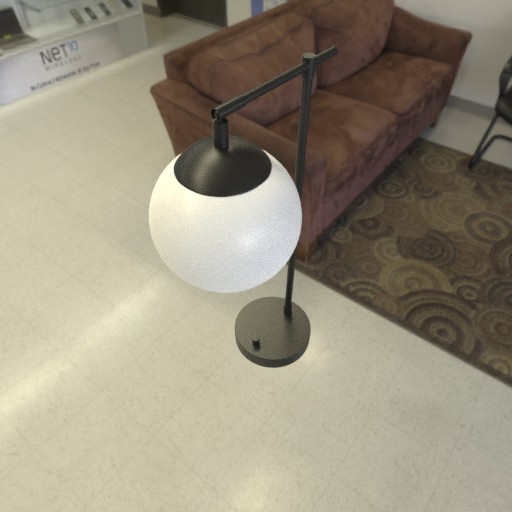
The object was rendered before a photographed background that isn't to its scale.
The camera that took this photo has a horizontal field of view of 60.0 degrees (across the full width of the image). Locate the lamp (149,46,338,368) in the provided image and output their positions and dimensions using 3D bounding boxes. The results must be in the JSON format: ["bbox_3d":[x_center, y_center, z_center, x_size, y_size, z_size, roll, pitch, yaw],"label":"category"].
[{"bbox_3d":[0.000,0.000,0.697,0.197,0.559,0.316,32,54,27],"label":"lamp"}]
